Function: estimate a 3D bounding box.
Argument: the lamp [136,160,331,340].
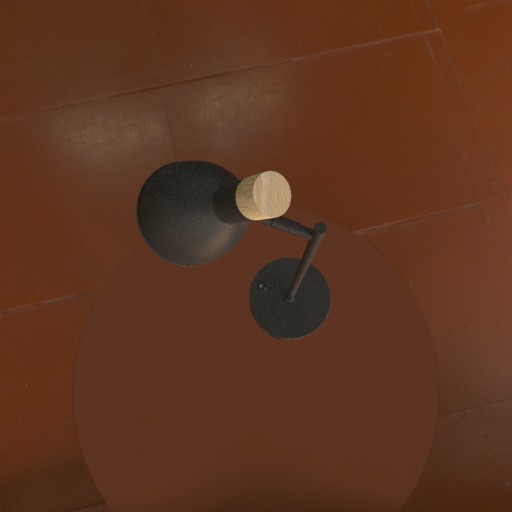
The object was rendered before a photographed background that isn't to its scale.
[{"bbox_3d":[0.000,0.000,0.613,0.287,0.483,0.152,20,76,5],"label":"lamp"}]
